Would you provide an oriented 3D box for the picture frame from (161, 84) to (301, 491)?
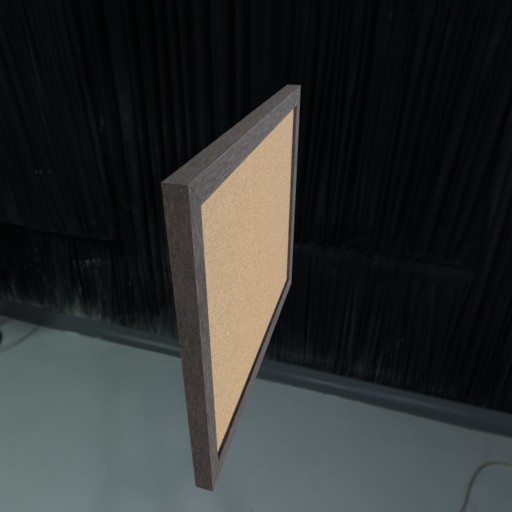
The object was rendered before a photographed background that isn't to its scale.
[{"bbox_3d":[0.000,0.000,0.739,0.026,0.455,0.546,8,31,13],"label":"picture frame"}]
